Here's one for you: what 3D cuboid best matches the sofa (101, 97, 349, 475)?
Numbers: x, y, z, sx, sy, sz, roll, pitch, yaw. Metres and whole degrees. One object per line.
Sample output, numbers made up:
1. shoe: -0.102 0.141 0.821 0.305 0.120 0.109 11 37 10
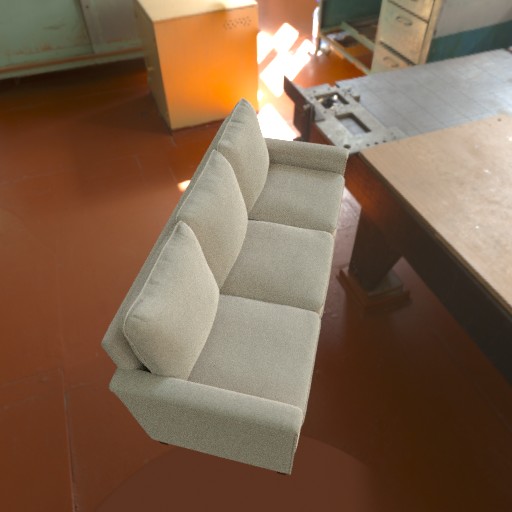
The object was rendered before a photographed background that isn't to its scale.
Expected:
1. sofa: 0.000 0.000 2.438 0.828 0.961 1.925 10 48 9
